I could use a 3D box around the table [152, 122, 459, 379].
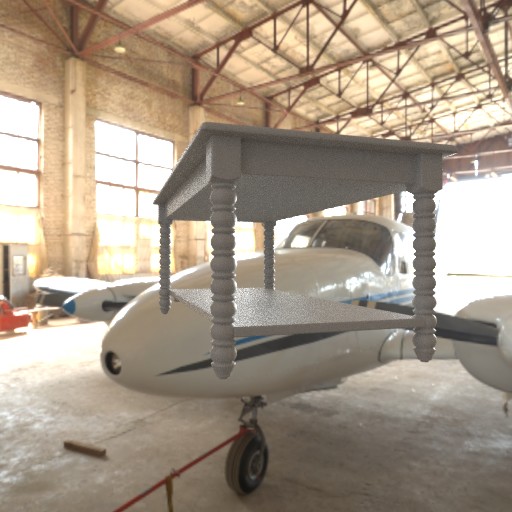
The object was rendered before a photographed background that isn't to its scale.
[{"bbox_3d":[0.000,0.000,1.449,0.580,0.487,1.171,0,0,-18],"label":"table"}]
